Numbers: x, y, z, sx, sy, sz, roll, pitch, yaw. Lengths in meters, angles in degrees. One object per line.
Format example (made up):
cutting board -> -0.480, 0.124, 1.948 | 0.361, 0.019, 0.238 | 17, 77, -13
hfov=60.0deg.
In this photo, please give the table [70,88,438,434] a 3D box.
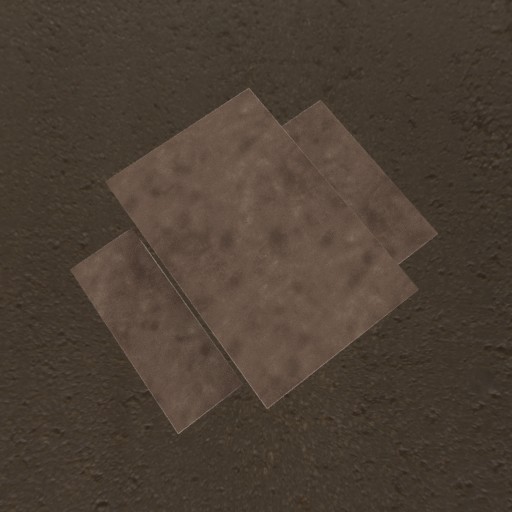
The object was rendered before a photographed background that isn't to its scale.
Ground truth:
table -> 0.000, 0.000, 2.096 | 1.443, 0.700, 1.100 | -36, 79, -8
